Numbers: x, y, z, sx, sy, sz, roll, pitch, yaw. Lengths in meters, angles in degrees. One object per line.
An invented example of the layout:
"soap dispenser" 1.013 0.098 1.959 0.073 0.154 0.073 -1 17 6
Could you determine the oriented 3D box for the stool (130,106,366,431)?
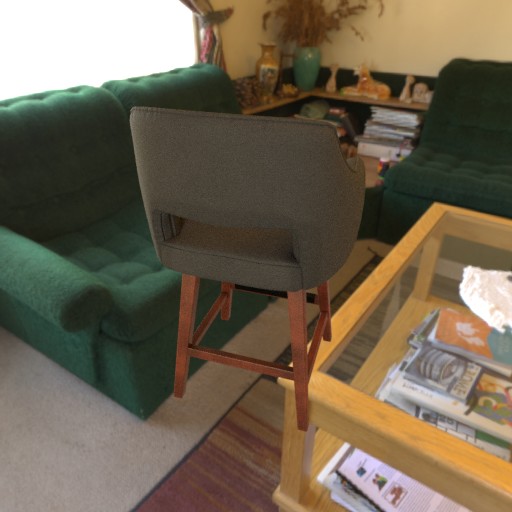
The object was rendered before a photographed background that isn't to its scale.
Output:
"stool" 0.000 0.000 1.271 0.548 0.912 0.558 9 32 15
